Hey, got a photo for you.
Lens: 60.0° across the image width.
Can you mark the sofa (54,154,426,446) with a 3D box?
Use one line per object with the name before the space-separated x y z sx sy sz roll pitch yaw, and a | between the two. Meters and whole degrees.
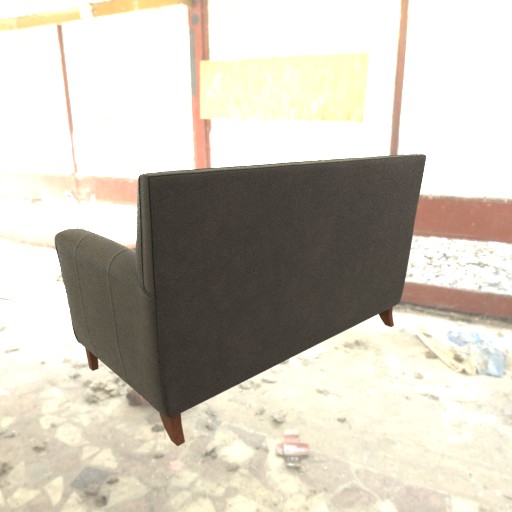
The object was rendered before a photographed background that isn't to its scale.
sofa | 0.000 0.000 1.979 1.473 0.871 0.787 -14 21 -41
